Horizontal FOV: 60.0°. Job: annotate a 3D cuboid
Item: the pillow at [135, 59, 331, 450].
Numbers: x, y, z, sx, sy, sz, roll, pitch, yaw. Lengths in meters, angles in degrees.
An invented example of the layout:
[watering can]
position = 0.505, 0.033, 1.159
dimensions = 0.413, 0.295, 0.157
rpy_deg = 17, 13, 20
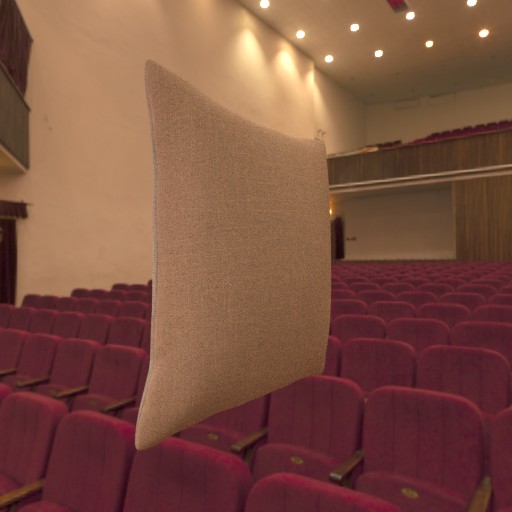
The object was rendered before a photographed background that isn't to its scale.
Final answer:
[pillow]
position = 0.000, 0.000, 0.773
dimensions = 0.178, 0.506, 0.512
rpy_deg = -1, -1, 36
